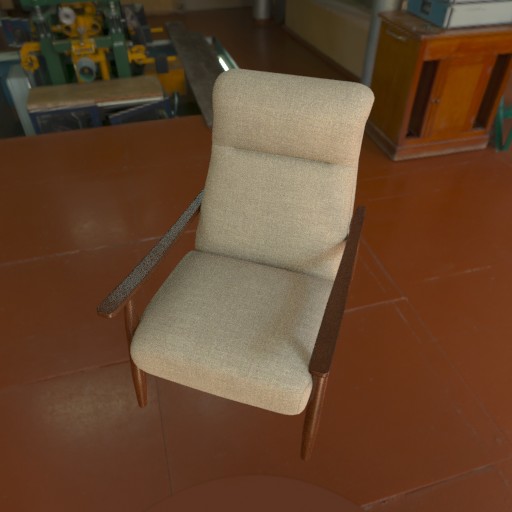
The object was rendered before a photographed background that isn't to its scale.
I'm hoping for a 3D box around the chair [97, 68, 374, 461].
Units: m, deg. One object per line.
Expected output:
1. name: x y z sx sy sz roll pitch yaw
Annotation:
1. chair: 0.000 0.000 1.749 0.762 1.082 1.014 12 44 13
